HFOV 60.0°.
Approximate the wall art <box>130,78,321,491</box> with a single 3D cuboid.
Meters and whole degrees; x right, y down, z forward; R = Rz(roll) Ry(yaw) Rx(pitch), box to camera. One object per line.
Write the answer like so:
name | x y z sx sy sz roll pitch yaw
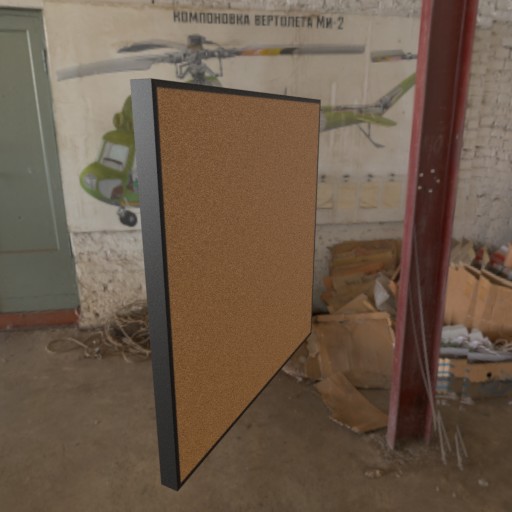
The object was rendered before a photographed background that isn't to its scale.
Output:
wall art | 0.000 0.000 0.738 0.028 0.511 0.513 8 19 26
